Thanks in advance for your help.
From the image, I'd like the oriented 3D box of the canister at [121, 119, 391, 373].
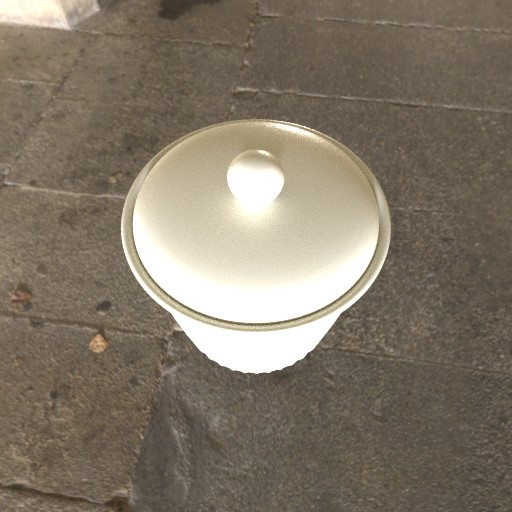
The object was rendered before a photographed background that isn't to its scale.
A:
[{"bbox_3d":[0.000,0.000,0.350,0.181,0.211,0.181,0,58,0],"label":"canister"}]
